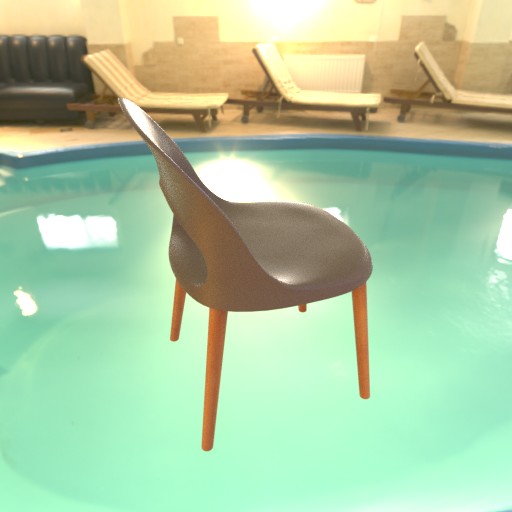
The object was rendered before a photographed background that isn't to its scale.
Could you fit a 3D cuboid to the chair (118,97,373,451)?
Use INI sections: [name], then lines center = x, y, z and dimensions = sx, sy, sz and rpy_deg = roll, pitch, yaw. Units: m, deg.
[chair]
center = 0.000, 0.000, 1.135
dimensions = 0.556, 0.795, 0.470
rpy_deg = -11, 33, -17
